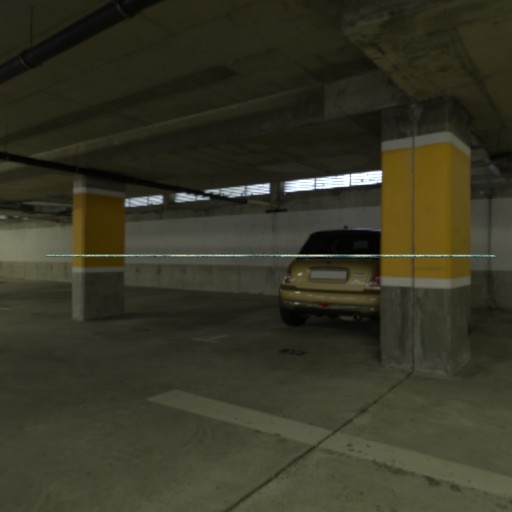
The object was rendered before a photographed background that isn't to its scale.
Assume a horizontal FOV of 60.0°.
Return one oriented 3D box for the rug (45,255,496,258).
[{"bbox_3d":[0.000,0.000,2.659,2.435,0.011,0.750,0,0,18],"label":"rug"}]
